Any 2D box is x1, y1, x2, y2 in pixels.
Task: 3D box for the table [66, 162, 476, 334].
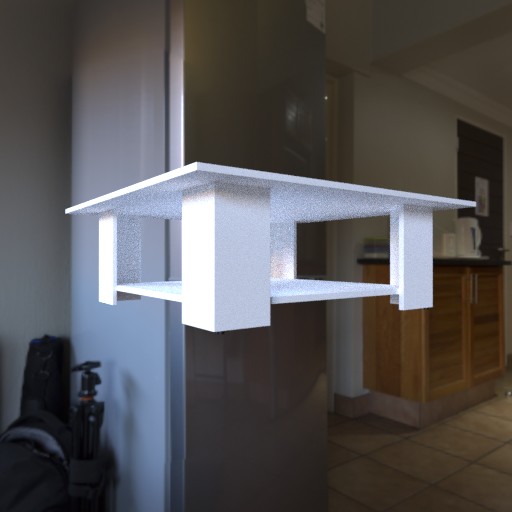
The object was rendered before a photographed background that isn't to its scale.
[{"bbox_3d":[0.000,0.000,1.348,0.890,0.305,0.890,0,0,-36],"label":"table"}]
